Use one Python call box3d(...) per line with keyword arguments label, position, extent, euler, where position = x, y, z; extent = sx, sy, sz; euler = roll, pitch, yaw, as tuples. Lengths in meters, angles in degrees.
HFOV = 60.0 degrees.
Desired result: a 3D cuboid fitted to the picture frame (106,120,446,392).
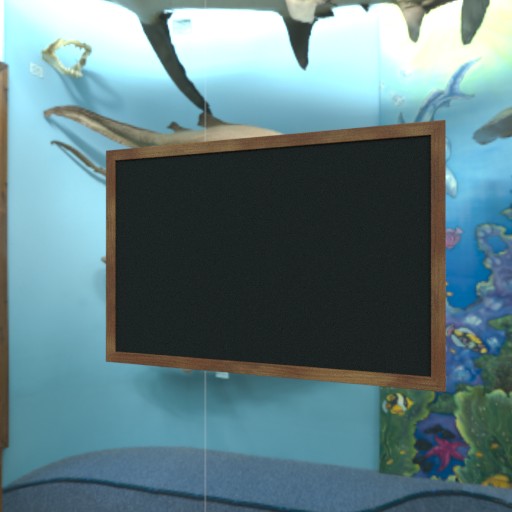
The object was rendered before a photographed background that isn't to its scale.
box3d(label="picture frame", position=(0.000, 0.000, 1.207), extent=(0.950, 0.640, 0.029), euler=(0, 0, 19))
